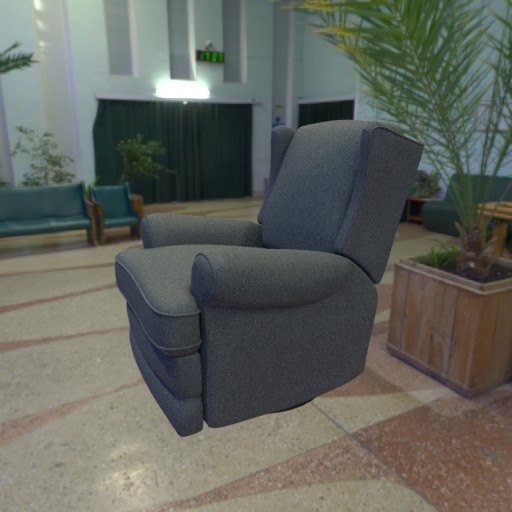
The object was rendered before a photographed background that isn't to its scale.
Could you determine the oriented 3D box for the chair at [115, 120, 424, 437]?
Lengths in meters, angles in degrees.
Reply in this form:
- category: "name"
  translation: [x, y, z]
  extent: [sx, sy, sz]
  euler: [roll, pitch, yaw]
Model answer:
- category: "chair"
  translation: [0.000, 0.000, 1.704]
  extent: [0.969, 1.011, 0.847]
  euler: [-7, 17, -26]
